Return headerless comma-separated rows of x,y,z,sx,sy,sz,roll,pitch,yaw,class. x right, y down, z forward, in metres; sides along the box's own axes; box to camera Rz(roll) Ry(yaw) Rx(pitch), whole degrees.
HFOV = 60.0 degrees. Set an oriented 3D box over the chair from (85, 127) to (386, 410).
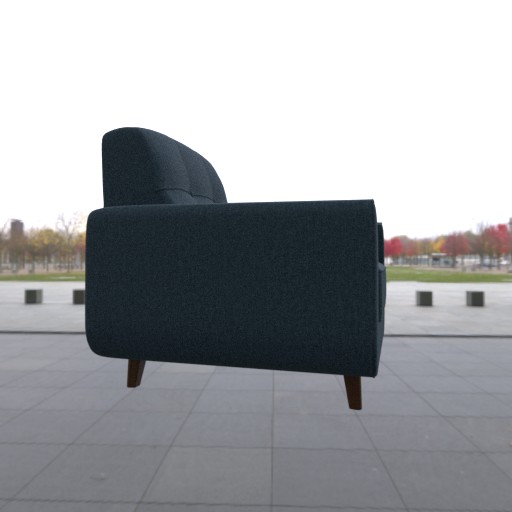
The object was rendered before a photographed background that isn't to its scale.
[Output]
0.000,0.000,1.725,0.964,0.940,0.880,0,-1,17,chair
